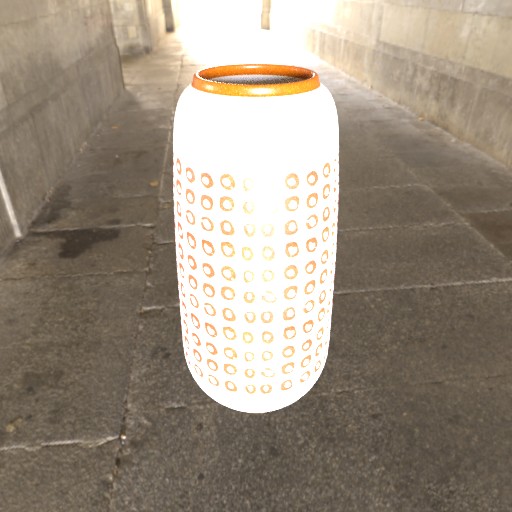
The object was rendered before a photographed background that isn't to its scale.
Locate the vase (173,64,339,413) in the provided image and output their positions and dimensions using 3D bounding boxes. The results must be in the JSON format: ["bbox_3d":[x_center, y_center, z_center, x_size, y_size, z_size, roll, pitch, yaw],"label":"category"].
[{"bbox_3d":[0.000,0.000,0.365,0.133,0.282,0.133,0,32,0],"label":"vase"}]
